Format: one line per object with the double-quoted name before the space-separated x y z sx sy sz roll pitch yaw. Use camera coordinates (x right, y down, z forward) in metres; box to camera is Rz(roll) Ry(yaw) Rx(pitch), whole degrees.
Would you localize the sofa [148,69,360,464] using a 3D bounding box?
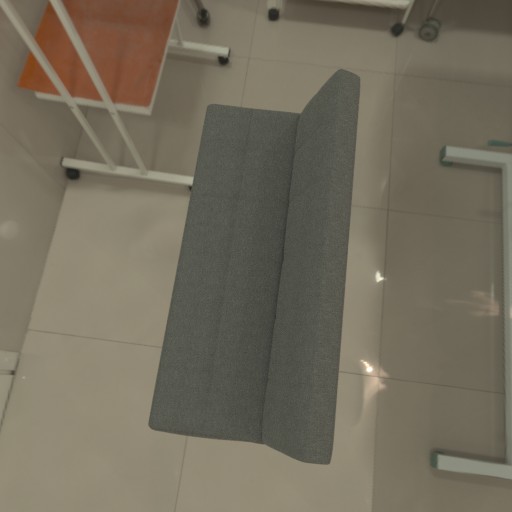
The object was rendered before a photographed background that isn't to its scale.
"sofa" 0.000 0.000 2.287 0.820 0.770 1.820 7 74 2
